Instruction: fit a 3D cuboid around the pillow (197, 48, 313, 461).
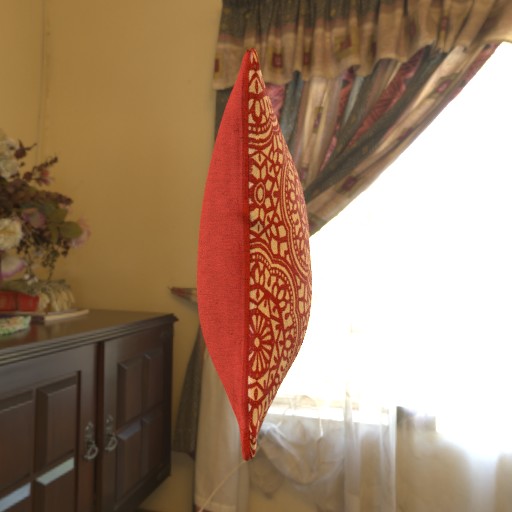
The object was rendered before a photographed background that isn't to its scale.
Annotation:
[{"bbox_3d":[0.000,0.000,0.663,0.162,0.419,0.438,0,-1,2],"label":"pillow"}]
